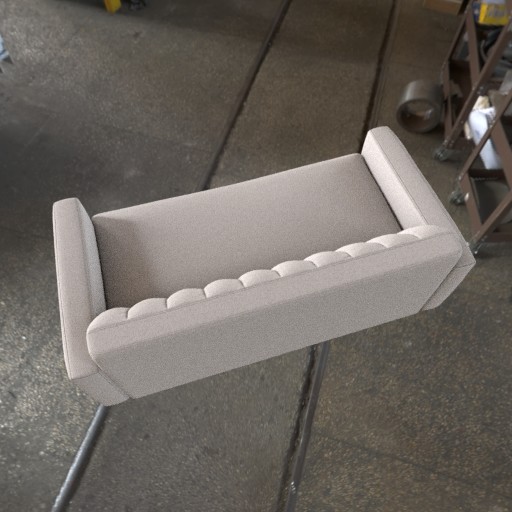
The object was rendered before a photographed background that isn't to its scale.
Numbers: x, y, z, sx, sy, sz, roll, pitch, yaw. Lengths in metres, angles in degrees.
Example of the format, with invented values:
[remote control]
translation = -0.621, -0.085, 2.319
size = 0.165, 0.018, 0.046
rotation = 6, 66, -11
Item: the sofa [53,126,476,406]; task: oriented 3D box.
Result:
[sofa]
translation = 0.000, 0.000, 2.353
size = 1.895, 0.814, 0.969
rotation = -15, 60, -9
